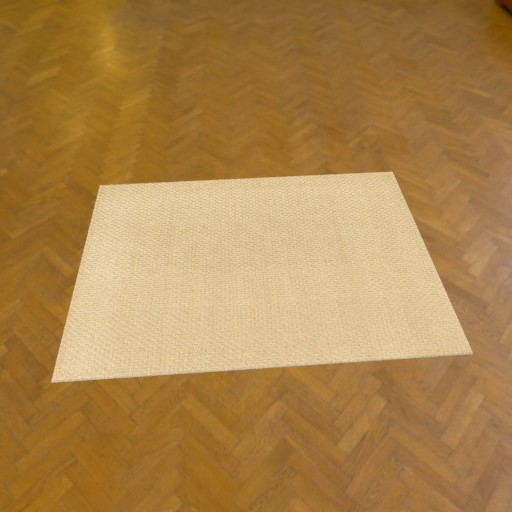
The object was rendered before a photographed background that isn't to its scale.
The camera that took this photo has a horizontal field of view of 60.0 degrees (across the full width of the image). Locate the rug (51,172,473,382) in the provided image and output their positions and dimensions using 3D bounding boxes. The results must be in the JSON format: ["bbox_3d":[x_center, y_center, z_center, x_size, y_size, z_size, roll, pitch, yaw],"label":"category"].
[{"bbox_3d":[0.000,0.000,2.743,2.144,0.013,1.509,-3,49,-3],"label":"rug"}]
